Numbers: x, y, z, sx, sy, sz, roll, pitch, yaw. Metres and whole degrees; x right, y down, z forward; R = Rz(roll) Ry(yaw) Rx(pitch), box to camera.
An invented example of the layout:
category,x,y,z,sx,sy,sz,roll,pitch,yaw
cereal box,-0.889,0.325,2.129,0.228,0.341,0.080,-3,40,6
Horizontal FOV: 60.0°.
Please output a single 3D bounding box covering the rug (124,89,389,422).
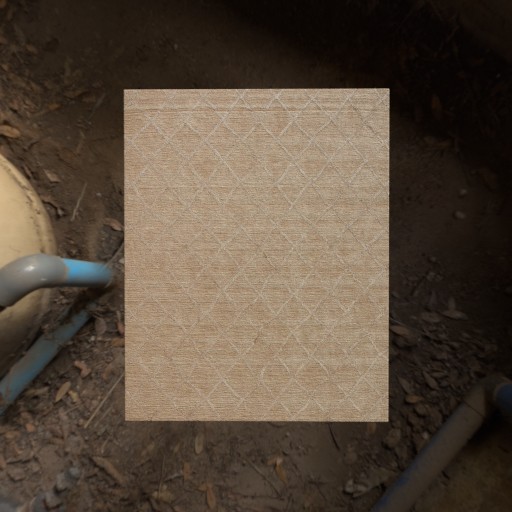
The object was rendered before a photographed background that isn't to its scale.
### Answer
category,x,y,z,sx,sy,sz,roll,pitch,yaw
rug,0.000,0.000,4.057,2.420,0.019,3.039,0,91,1
